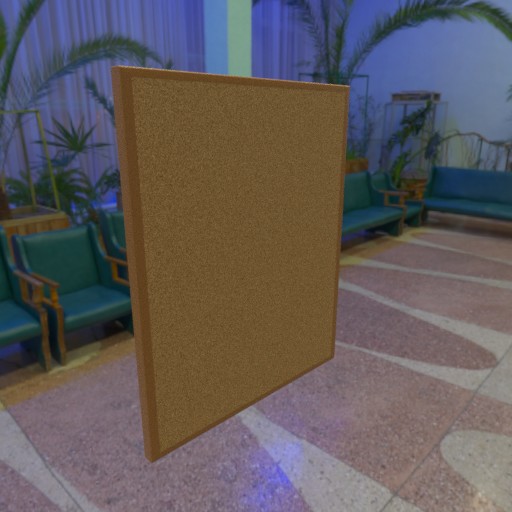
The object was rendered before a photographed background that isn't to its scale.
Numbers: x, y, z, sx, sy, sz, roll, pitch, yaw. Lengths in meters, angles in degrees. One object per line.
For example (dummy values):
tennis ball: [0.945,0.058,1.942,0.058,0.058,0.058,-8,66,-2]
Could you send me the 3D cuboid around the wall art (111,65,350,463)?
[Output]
wall art: [0.000,0.000,0.741,0.452,0.553,0.022,-16,23,-41]
